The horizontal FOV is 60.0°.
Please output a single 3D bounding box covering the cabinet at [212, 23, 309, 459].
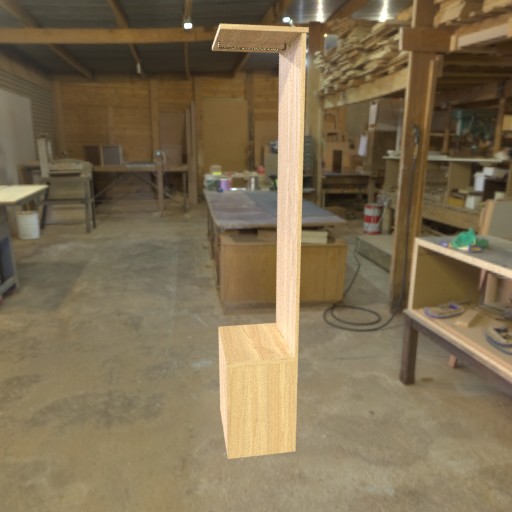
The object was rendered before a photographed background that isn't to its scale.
[{"bbox_3d":[0.000,0.000,2.083,0.338,1.879,0.411,-2,15,-9],"label":"cabinet"}]
